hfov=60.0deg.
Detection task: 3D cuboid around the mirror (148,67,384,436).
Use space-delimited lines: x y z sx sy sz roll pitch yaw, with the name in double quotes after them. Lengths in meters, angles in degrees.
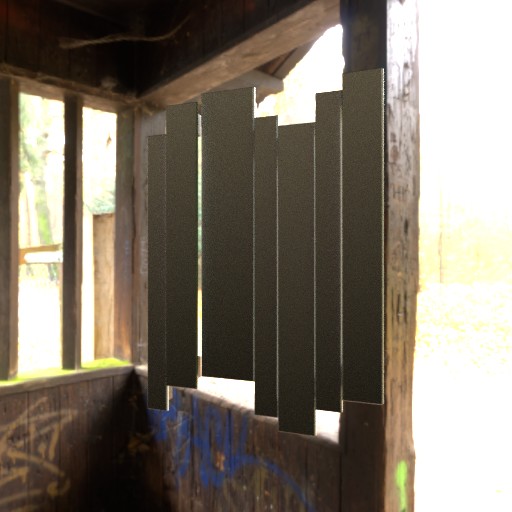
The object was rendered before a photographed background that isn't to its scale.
0.000 0.000 0.798 0.445 0.611 0.058 0 0 19 "mirror"
